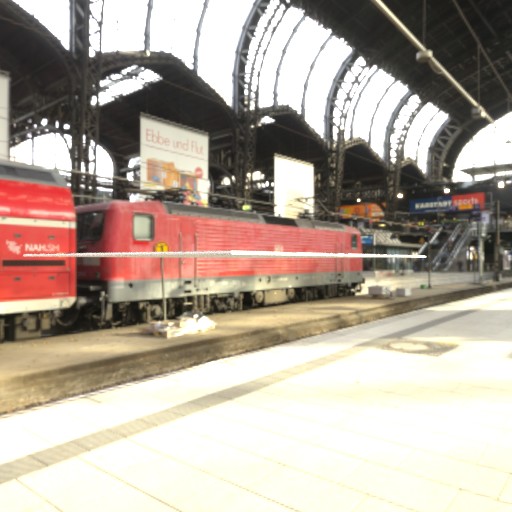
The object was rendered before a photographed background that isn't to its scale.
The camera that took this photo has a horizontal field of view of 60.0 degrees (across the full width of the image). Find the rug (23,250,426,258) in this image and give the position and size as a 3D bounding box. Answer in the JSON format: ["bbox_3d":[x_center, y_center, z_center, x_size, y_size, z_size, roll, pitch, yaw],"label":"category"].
[{"bbox_3d":[0.000,0.000,2.898,1.514,0.014,2.275,0,-1,37],"label":"rug"}]
